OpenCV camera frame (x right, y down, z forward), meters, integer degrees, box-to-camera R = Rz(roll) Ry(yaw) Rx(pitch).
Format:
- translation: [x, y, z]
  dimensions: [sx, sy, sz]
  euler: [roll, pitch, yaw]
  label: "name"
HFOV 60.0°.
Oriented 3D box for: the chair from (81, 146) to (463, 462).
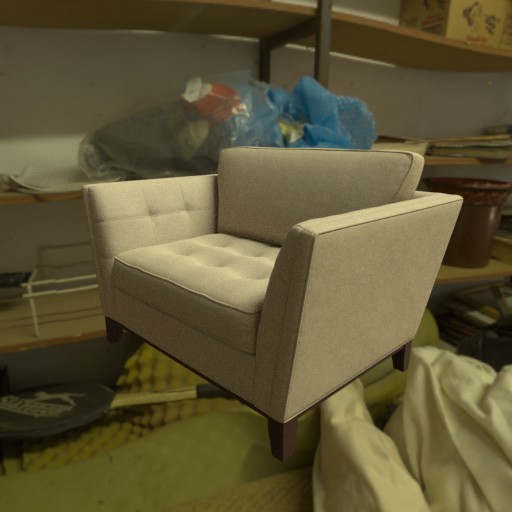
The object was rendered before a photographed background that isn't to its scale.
- translation: [0.000, 0.000, 2.002]
  dimensions: [0.965, 0.940, 1.397]
  euler: [-15, 22, -42]
  label: "chair"
